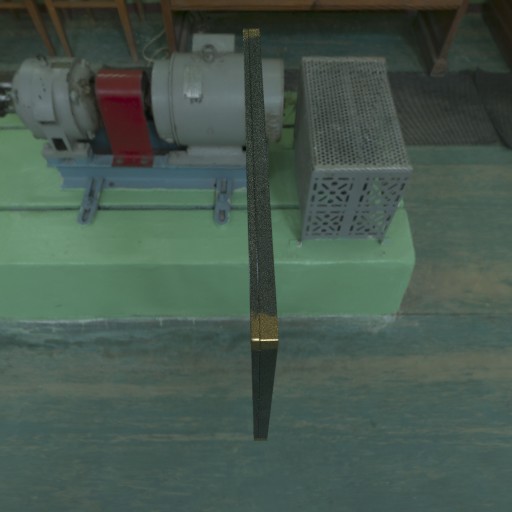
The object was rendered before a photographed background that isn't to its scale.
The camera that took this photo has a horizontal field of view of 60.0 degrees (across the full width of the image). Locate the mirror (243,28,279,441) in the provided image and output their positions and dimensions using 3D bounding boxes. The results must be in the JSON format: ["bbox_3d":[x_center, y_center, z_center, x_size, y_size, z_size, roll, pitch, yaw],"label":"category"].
[{"bbox_3d":[0.000,0.000,0.570,0.020,0.381,0.382,-1,58,-1],"label":"mirror"}]
